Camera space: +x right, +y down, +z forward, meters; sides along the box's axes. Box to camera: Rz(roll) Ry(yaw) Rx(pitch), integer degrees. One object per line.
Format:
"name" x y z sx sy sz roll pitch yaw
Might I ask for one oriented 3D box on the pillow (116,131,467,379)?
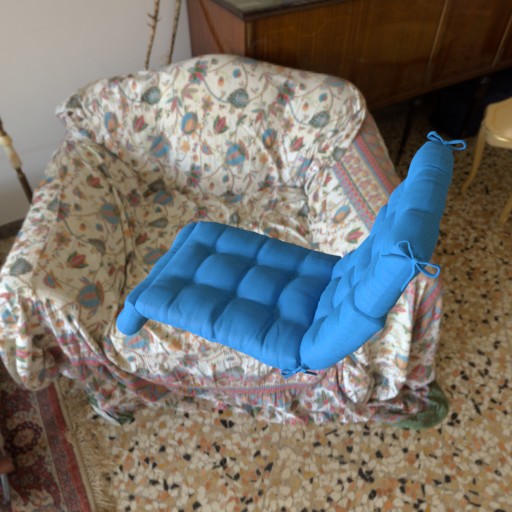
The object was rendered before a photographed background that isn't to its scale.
"pillow" 0.000 0.000 1.460 1.016 0.863 0.526 18 49 16
